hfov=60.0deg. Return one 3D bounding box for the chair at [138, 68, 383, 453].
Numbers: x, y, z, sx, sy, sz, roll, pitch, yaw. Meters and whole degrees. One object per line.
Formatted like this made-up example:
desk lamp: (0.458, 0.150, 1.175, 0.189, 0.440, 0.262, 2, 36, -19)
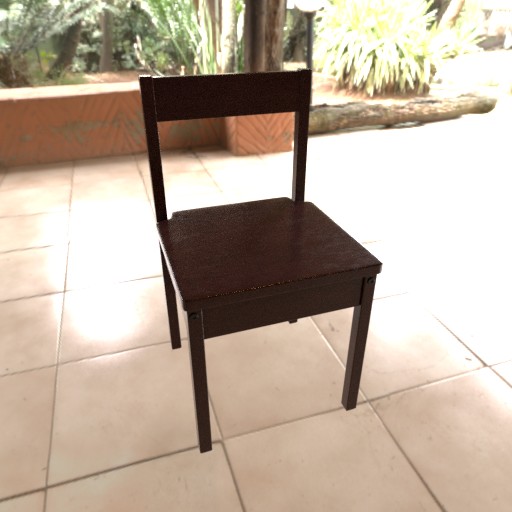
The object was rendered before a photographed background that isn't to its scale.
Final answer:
chair: (0.000, 0.000, 0.915, 0.367, 0.668, 0.361, -10, 31, -16)
